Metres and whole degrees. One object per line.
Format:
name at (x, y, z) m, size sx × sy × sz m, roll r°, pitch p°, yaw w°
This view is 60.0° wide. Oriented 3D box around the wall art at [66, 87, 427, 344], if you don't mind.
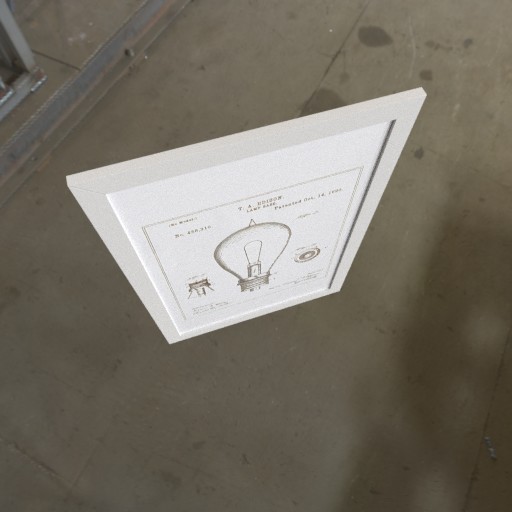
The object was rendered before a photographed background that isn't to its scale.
wall art at (0.000, 0.000, 0.596) m, size 0.325 × 0.474 × 0.010 m, roll -16°, pitch 64°, yaw -8°
